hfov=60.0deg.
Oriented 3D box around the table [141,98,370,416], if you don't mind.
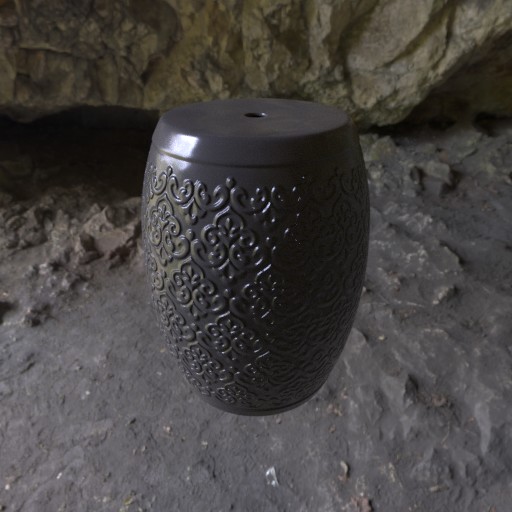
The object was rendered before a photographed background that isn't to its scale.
[{"bbox_3d":[0.000,0.000,0.635,0.309,0.397,0.309,0,29,0],"label":"table"}]
